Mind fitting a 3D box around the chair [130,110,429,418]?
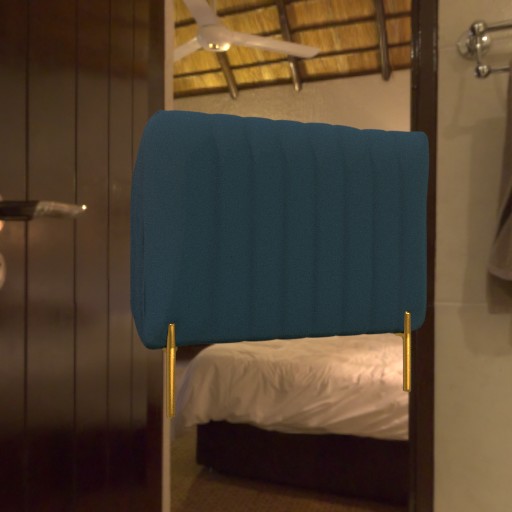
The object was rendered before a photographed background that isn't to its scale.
[{"bbox_3d":[0.000,0.000,1.636,0.877,0.793,0.947,0,0,-18],"label":"chair"}]
